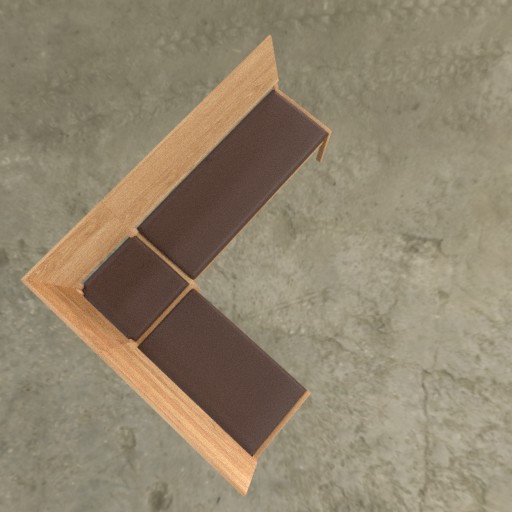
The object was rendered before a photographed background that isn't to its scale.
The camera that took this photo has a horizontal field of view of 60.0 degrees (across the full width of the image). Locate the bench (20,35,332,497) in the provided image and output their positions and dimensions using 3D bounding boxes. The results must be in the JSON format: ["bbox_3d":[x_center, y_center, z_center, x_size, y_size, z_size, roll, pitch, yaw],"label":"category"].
[{"bbox_3d":[0.000,0.000,2.759,1.549,0.890,1.975,40,80,8],"label":"bench"}]
